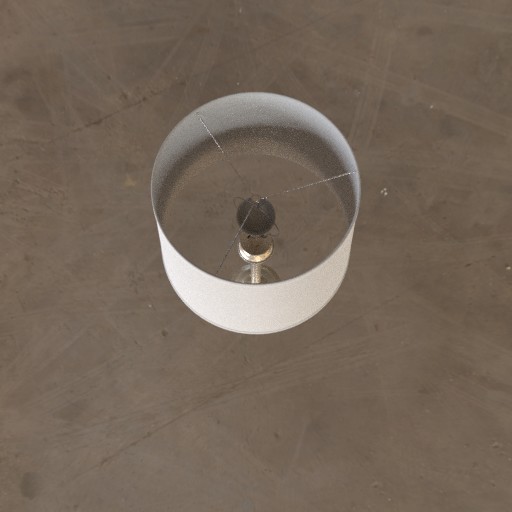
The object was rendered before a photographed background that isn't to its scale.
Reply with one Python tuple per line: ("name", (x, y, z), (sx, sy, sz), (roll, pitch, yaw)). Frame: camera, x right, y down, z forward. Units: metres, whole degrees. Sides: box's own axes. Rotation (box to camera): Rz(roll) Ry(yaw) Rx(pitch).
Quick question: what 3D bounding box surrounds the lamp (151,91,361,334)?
("lamp", (0.000, 0.000, 0.888), (0.331, 0.698, 0.331), (0, 75, 0))
